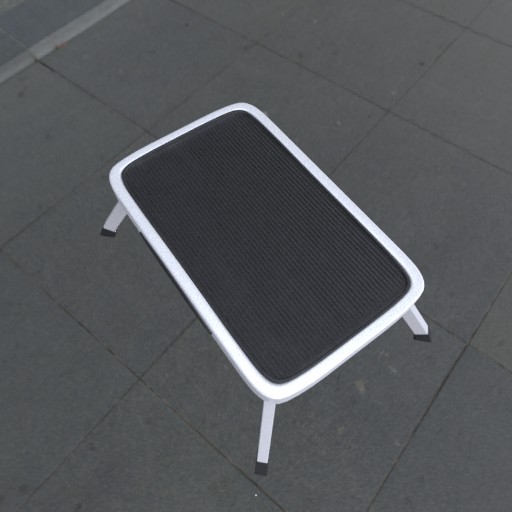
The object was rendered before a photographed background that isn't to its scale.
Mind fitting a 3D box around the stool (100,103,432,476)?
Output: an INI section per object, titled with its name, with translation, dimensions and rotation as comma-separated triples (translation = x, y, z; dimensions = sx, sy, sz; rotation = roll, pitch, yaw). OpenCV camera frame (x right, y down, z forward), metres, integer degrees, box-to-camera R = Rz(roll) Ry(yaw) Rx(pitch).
[stool]
translation = 0.000, 0.000, 0.622
dimensions = 0.320, 0.170, 0.460
rotation = -32, 66, -16
